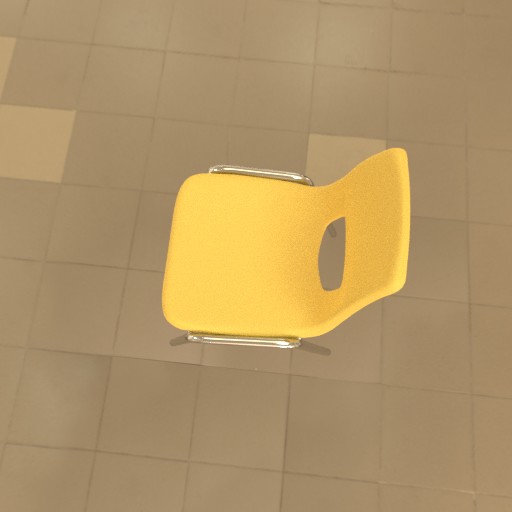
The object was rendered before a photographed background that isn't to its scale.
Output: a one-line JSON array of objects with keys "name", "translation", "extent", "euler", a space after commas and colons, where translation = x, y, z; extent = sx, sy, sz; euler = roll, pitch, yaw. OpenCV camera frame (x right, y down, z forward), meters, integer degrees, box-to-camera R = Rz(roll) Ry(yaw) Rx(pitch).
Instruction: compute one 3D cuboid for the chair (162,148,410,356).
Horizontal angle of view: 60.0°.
[{"name": "chair", "translation": [0.000, 0.000, 0.930], "extent": [0.436, 0.653, 0.381], "euler": [5, 76, 1]}]
